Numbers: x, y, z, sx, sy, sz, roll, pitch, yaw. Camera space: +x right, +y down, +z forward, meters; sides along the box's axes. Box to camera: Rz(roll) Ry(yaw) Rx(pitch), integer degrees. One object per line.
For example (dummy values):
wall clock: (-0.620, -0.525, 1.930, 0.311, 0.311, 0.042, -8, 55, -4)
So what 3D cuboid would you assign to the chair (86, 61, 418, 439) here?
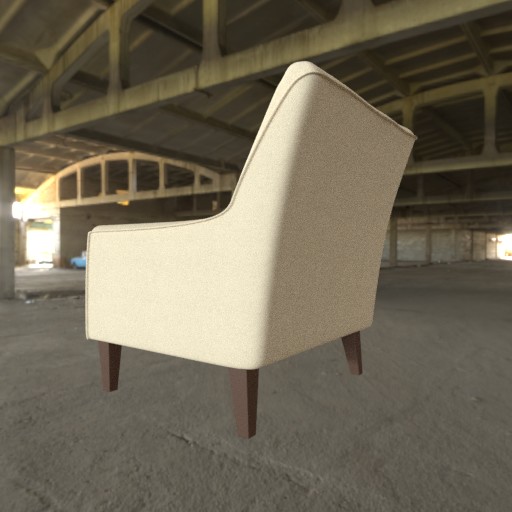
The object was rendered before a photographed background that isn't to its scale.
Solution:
chair: (0.000, 0.000, 1.564, 0.899, 0.919, 0.780, 1, 1, 36)
